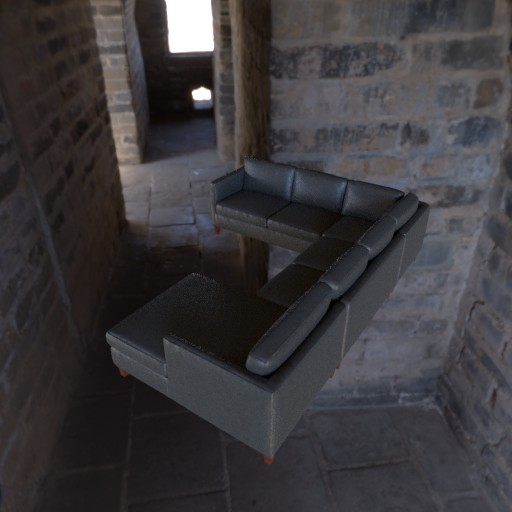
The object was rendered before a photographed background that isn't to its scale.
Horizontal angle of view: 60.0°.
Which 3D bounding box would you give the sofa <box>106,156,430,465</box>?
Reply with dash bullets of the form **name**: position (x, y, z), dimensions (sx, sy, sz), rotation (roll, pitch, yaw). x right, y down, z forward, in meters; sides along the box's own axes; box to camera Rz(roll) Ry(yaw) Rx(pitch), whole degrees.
- **sofa**: position (0.000, 0.000, 4.630), dimensions (2.593, 0.923, 3.460), rotation (19, 35, 29)
